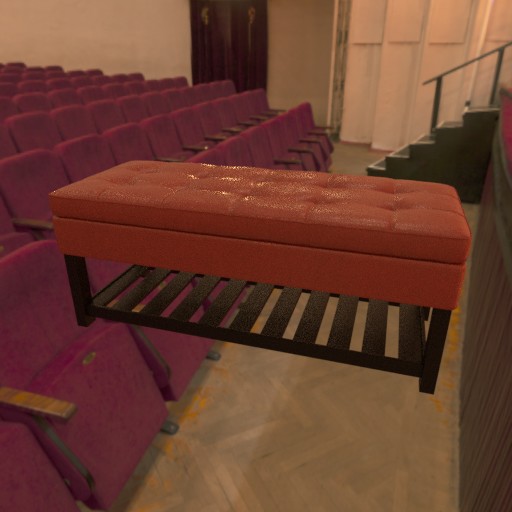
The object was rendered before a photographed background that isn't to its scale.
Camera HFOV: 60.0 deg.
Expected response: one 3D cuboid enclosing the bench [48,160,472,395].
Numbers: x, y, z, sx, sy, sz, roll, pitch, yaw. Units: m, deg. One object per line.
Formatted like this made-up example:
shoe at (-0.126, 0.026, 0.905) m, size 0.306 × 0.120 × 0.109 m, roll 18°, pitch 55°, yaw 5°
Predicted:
bench at (0.000, 0.000, 1.357) m, size 1.105 × 0.460 × 0.432 m, roll 7°, pitch 26°, yaw 15°
